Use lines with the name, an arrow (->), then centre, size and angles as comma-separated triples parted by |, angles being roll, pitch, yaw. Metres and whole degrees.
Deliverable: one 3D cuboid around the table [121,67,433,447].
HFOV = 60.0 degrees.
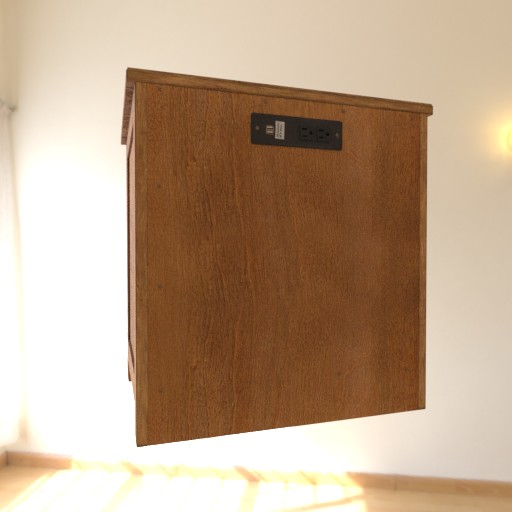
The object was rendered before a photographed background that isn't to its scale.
table -> 0.000, 0.000, 1.048 | 0.601, 0.625, 0.494 | 0, 1, -18
